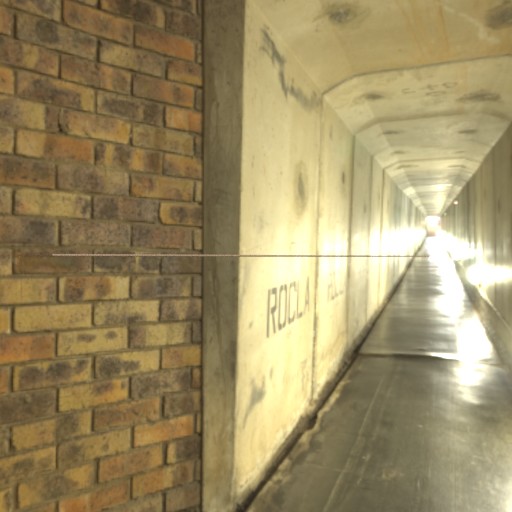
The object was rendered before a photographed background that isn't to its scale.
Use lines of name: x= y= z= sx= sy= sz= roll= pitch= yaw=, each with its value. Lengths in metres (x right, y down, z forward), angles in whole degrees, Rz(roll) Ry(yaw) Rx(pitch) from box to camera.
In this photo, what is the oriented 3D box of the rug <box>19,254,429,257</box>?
rug: x=0.000 y=0.000 z=2.671 sx=2.439 sy=0.008 sz=0.762 roll=0 pitch=0 yaw=-36
